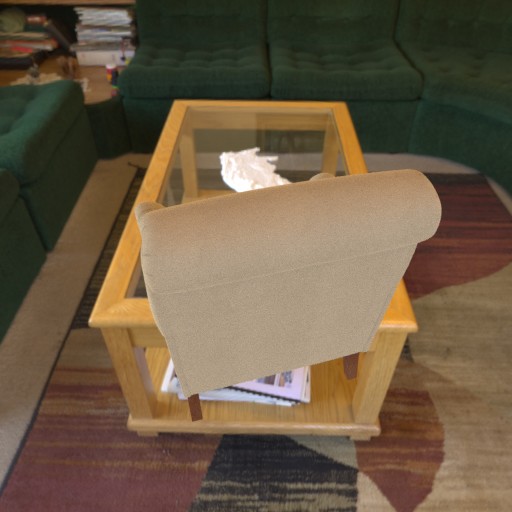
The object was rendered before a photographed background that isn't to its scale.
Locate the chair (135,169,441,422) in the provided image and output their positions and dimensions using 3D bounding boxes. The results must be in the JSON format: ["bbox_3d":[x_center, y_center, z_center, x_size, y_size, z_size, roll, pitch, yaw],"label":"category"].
[{"bbox_3d":[0.000,0.000,1.566,0.766,0.942,0.842,-11,43,-12],"label":"chair"}]
